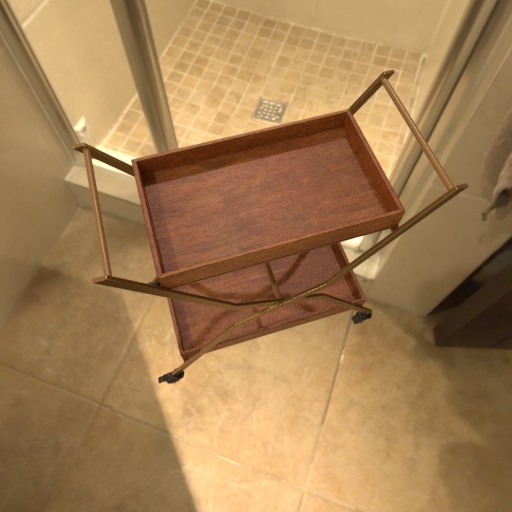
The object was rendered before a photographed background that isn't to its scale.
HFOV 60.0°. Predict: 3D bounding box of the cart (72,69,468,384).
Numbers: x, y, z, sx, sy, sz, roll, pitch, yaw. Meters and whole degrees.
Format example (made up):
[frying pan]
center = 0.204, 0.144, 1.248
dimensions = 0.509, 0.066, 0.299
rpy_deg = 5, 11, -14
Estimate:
[cart]
center = 0.000, 0.000, 1.358
dimensions = 0.836, 0.869, 0.405
rpy_deg = -15, 64, -8
